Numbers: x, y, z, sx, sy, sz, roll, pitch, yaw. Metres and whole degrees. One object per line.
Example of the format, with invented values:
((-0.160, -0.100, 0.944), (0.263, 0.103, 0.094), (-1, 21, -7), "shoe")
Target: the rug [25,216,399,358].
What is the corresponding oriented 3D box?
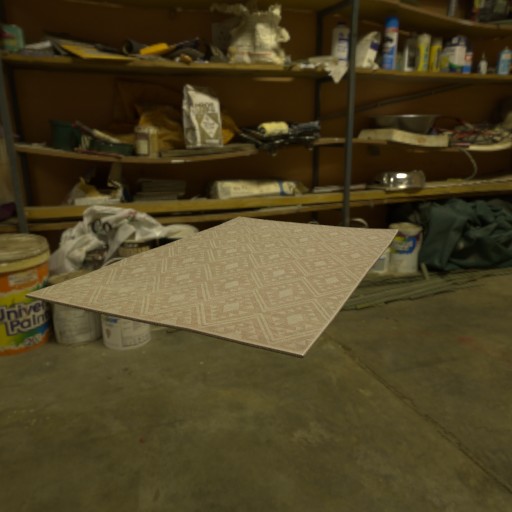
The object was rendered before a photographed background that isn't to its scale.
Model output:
((0.000, 0.000, 3.061), (1.553, 0.053, 2.430), (7, 17, 24), "rug")
